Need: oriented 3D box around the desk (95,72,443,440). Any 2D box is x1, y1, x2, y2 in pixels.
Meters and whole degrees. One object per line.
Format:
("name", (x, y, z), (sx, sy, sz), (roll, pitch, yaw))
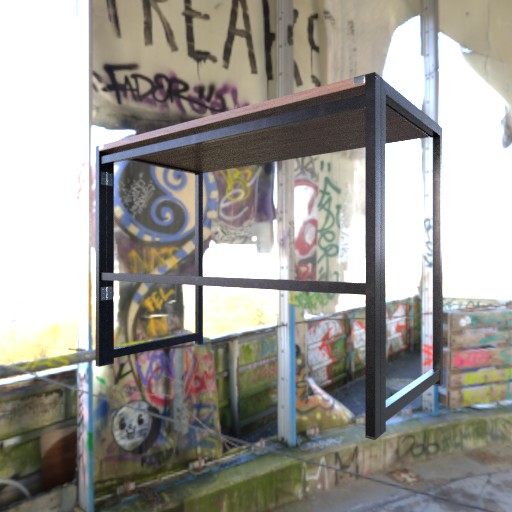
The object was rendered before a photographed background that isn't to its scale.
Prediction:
("desk", (0.000, 0.000, 1.425), (1.016, 0.762, 0.508), (0, 0, 38))
